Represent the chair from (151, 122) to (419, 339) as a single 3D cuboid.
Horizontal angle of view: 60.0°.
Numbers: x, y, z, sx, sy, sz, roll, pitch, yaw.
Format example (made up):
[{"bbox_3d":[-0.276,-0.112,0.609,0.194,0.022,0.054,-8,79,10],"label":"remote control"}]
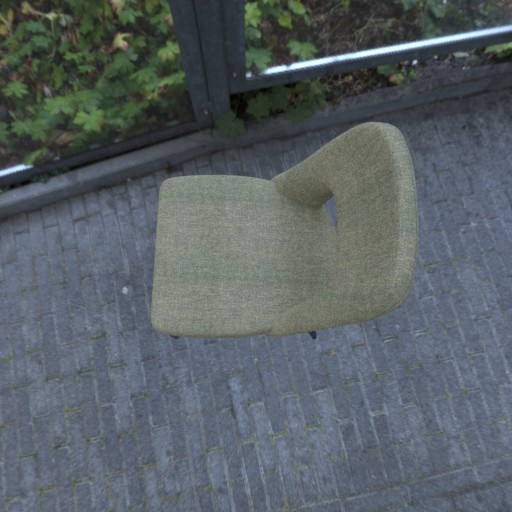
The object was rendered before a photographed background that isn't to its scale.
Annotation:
[{"bbox_3d":[0.000,0.000,1.273,0.612,0.931,0.470,1,77,0],"label":"chair"}]
